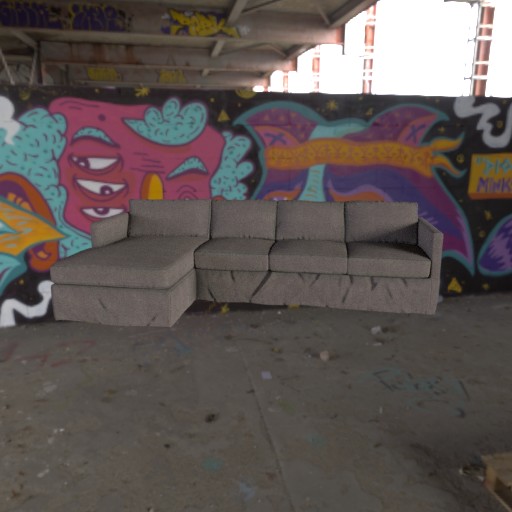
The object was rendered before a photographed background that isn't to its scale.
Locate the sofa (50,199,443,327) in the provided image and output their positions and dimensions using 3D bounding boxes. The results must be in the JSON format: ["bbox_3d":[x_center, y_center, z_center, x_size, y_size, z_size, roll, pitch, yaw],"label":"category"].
[{"bbox_3d":[0.000,0.000,4.081,3.205,0.922,1.650,2,14,9],"label":"sofa"}]
